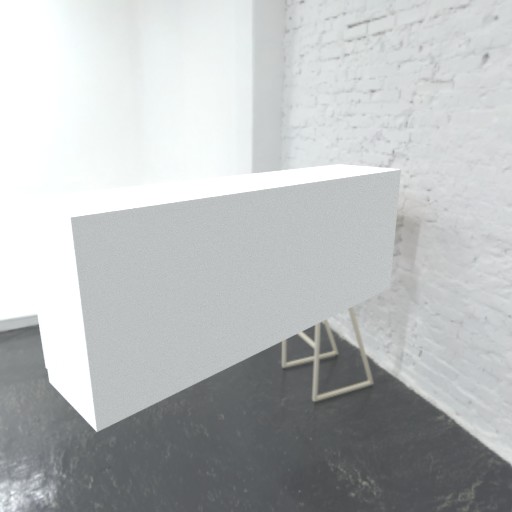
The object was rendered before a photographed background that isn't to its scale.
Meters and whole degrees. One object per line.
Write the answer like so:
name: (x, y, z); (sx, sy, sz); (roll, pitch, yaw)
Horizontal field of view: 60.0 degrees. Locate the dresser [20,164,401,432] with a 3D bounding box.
dresser: (0.000, 0.000, 2.488); (2.200, 0.840, 0.500); (-16, 23, -42)
